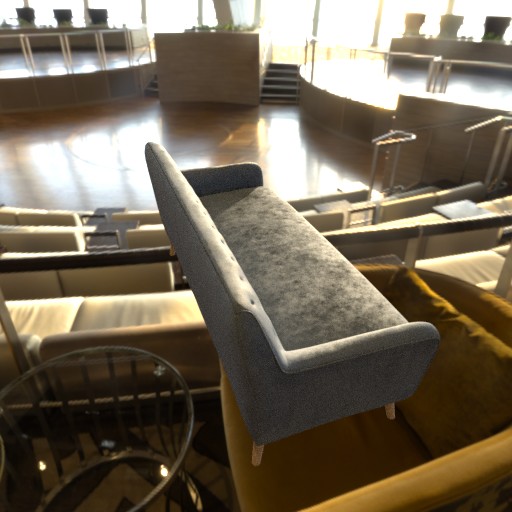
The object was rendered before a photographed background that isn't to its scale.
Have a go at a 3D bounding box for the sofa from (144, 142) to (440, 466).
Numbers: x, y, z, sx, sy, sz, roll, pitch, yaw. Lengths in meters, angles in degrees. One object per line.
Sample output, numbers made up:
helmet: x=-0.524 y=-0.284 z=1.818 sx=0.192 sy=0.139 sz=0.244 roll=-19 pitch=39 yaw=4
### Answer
sofa: x=0.000 y=0.000 z=2.378 sx=0.841 sy=0.832 sz=1.975 roll=-11 pitch=33 yaw=-17
